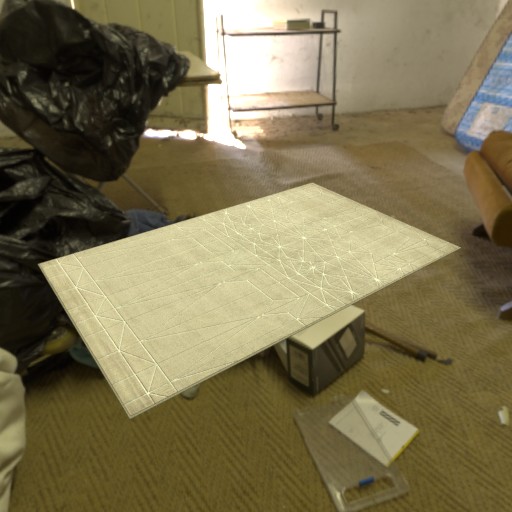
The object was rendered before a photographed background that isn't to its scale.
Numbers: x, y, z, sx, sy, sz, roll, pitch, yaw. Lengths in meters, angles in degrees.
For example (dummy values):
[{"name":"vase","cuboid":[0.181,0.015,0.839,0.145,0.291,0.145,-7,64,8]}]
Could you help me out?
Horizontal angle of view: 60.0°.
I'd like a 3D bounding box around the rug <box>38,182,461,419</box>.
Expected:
[{"name":"rug","cuboid":[0.000,0.000,3.006,2.438,0.012,1.524,-21,37,-31]}]
